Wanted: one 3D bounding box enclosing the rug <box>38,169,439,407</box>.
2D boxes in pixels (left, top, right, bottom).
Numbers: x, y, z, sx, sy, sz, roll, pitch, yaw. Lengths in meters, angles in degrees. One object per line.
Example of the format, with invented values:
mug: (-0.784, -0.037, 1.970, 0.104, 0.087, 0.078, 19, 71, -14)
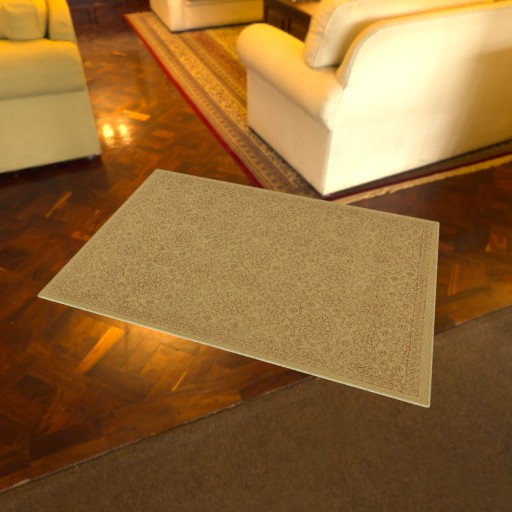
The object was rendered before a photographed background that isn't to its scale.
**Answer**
rug: (0.000, 0.000, 2.356, 1.829, 0.010, 1.219, 13, 44, 14)
